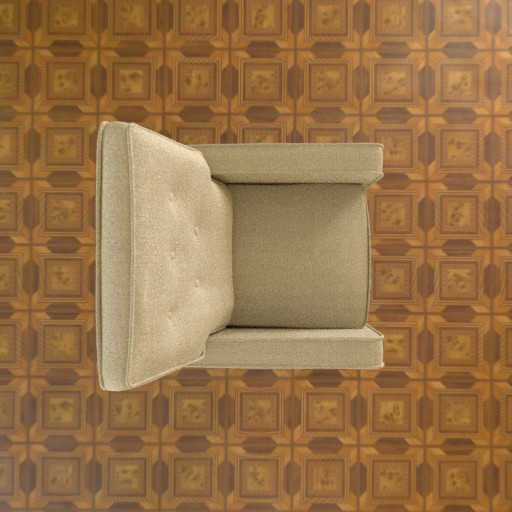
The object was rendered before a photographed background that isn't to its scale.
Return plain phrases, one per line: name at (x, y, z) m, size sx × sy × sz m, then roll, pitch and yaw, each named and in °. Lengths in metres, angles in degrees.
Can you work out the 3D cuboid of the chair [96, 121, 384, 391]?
chair at (0.000, 0.000, 1.365) m, size 0.754 × 0.888 × 0.648 m, roll 0°, pitch 90°, yaw 0°
